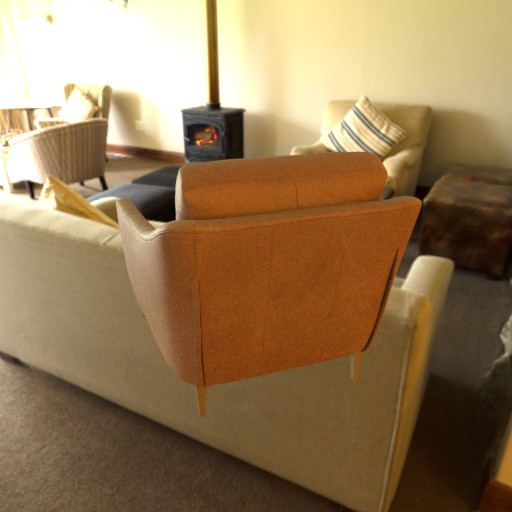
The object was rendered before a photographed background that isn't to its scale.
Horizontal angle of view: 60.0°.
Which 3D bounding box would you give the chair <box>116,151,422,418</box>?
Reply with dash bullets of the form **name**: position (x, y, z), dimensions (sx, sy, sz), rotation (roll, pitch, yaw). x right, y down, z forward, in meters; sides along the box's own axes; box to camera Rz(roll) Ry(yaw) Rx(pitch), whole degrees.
- **chair**: position (0.000, 0.000, 1.746), dimensions (0.988, 0.895, 0.963), rotation (-8, 27, -17)
